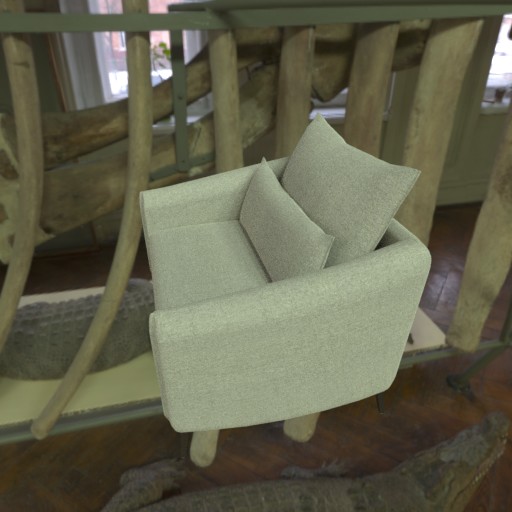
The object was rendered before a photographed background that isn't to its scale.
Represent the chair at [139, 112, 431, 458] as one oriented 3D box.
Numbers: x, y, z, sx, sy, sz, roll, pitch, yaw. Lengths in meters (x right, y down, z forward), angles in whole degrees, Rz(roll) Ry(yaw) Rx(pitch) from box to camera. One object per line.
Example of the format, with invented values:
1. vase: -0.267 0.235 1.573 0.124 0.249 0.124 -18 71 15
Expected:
1. chair: 0.000 0.000 1.646 0.801 0.856 1.029 -7 31 -12
